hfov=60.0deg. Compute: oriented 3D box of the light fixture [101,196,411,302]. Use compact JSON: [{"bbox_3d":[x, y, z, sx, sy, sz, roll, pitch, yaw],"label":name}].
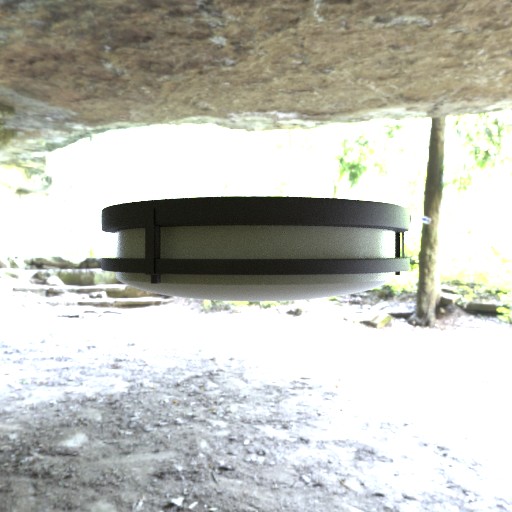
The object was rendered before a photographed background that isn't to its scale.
[{"bbox_3d":[0.000,0.000,0.539,0.356,0.102,0.356,0,0,0],"label":"light fixture"}]
